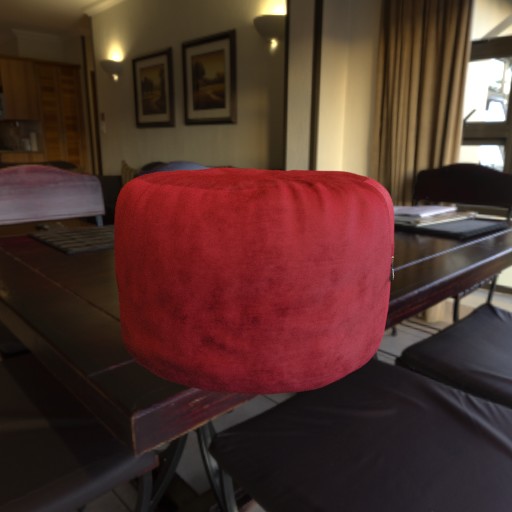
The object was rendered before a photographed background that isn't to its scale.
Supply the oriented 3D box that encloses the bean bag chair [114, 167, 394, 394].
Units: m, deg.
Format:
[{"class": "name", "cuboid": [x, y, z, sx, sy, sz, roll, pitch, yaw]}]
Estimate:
[{"class": "bean bag chair", "cuboid": [0.000, 0.000, 2.010, 1.219, 0.762, 1.219, 0, 14, 0]}]
